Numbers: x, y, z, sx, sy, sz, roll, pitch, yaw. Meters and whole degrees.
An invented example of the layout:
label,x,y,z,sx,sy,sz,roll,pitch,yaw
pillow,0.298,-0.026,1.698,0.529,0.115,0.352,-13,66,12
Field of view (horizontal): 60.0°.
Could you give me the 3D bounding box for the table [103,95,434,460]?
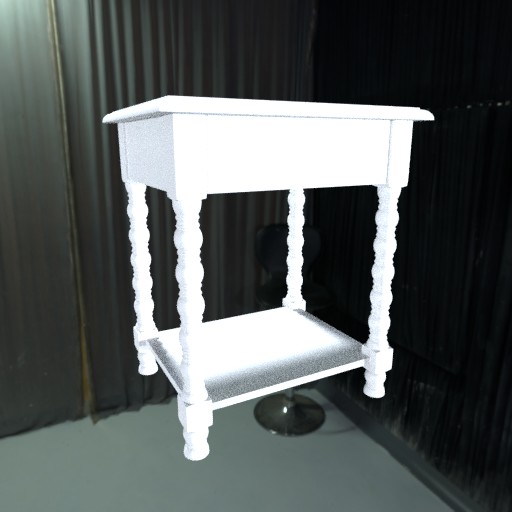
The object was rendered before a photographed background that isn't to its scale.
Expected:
label,x,y,z,sx,sy,sz,roll,pitch,yaw
table,0.000,0.000,0.847,0.460,0.531,0.381,-8,16,-27
